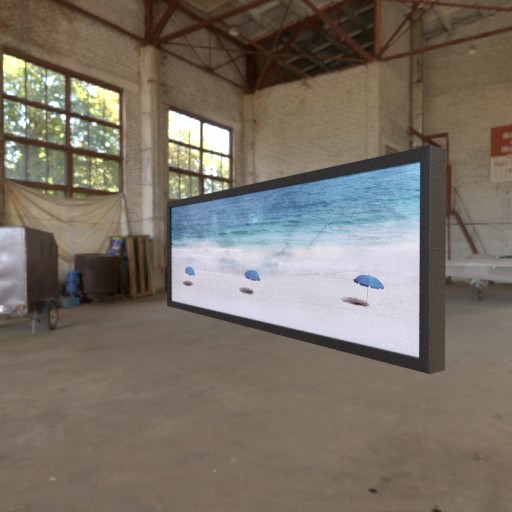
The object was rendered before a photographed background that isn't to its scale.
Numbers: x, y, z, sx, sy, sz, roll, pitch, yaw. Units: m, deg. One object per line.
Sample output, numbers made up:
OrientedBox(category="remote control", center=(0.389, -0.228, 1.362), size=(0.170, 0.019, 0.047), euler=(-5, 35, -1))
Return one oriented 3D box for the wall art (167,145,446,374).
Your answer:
OrientedBox(category="wall art", center=(0.000, 0.000, 0.950), size=(0.037, 0.303, 0.860), euler=(-1, 1, -35))
